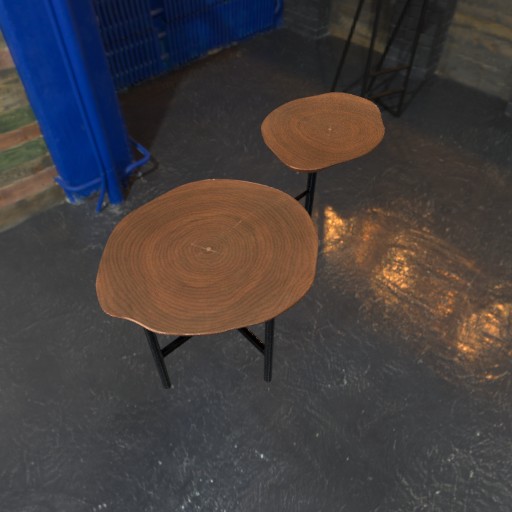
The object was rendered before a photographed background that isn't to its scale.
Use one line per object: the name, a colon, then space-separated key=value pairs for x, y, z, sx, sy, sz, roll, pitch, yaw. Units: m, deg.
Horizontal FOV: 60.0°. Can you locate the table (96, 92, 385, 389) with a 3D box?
table: x=0.000 y=0.000 z=1.093 sx=0.759 sy=0.538 sz=0.442 roll=-34 pitch=56 yaw=-27
